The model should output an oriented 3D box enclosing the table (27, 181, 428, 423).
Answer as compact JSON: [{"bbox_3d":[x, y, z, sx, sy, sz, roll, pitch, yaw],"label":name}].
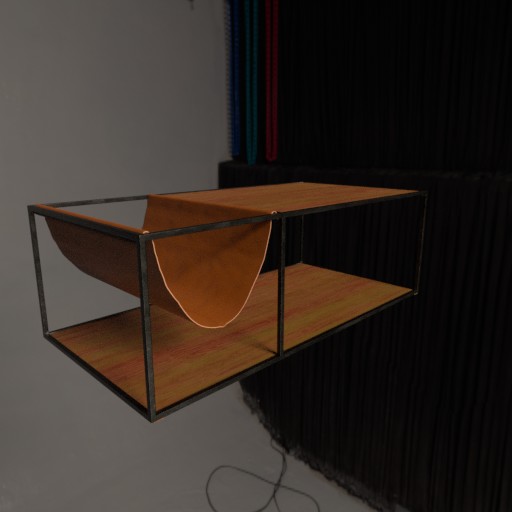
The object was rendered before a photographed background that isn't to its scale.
[{"bbox_3d":[0.000,0.000,1.482,1.199,0.403,0.597,-13,19,-43],"label":"table"}]
